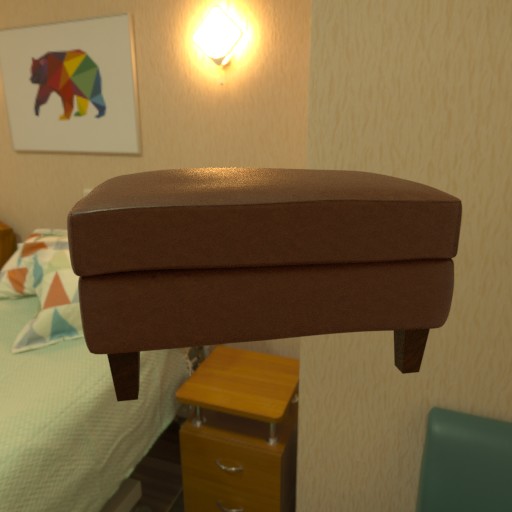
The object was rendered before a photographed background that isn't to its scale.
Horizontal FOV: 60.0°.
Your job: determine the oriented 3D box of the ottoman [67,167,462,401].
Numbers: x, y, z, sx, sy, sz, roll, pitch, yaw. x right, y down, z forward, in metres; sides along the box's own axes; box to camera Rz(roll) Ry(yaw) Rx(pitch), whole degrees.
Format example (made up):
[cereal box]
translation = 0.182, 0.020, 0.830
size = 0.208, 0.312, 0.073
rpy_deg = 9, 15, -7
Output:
[ottoman]
translation = 0.000, 0.000, 1.245
size = 0.851, 0.485, 0.650
rpy_deg = -3, 16, -10
